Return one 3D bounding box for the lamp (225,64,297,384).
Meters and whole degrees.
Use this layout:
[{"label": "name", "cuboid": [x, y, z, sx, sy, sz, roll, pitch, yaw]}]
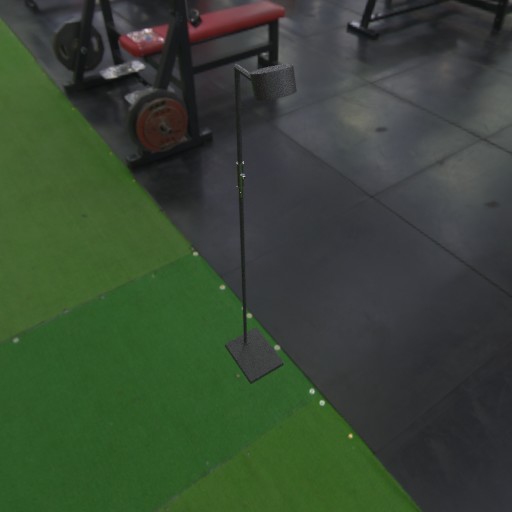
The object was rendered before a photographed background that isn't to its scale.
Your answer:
[{"label": "lamp", "cuboid": [0.000, 0.000, 1.771, 0.203, 1.600, 0.304, -25, 51, -22]}]
